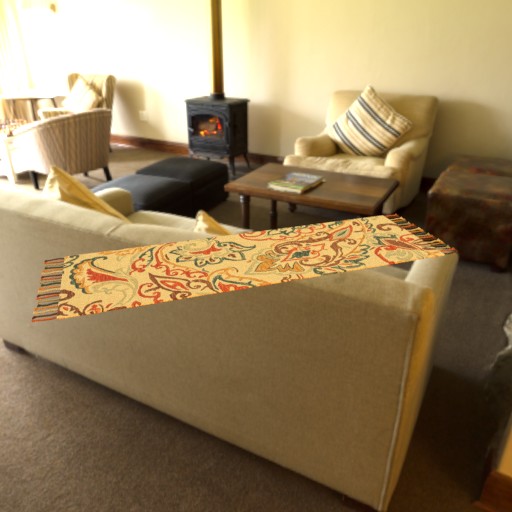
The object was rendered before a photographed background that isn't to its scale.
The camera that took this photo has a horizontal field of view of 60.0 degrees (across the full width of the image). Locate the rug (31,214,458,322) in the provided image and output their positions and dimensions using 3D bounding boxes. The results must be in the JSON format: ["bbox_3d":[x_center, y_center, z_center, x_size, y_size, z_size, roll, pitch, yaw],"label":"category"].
[{"bbox_3d":[0.000,0.000,2.976,2.682,0.015,0.763,-8,28,-16],"label":"rug"}]
